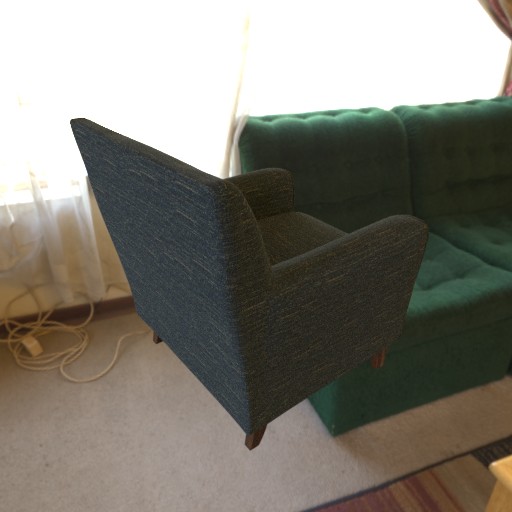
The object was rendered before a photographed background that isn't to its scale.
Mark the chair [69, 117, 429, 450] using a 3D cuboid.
[{"bbox_3d":[0.000,0.000,1.573,0.873,0.928,0.864,-20,34,-33],"label":"chair"}]
